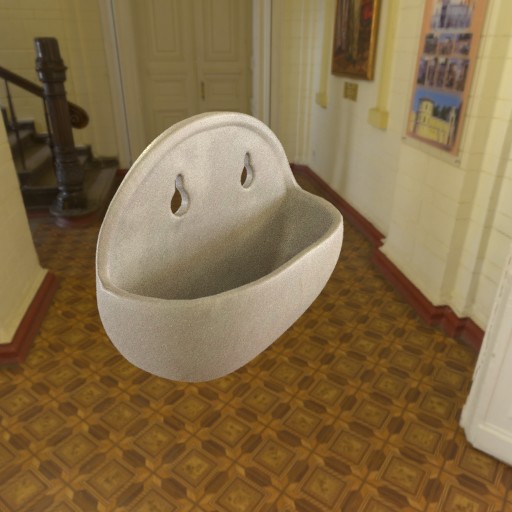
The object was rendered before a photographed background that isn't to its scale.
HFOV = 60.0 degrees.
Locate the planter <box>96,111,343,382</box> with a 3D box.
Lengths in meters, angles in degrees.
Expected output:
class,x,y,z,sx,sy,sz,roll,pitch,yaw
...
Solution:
class,x,y,z,sx,sy,sz,roll,pitch,yaw
planter,0.000,0.000,0.273,0.073,0.164,0.190,17,31,31
